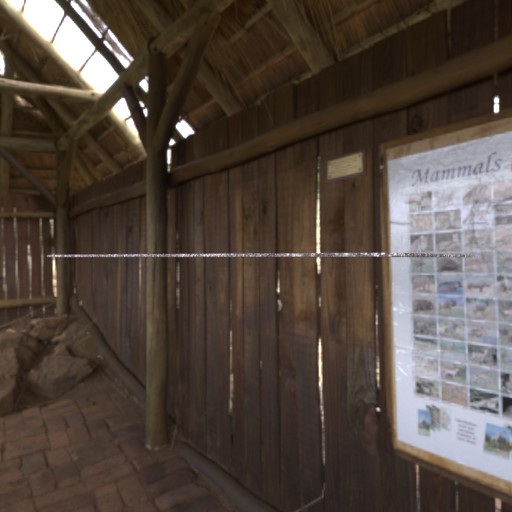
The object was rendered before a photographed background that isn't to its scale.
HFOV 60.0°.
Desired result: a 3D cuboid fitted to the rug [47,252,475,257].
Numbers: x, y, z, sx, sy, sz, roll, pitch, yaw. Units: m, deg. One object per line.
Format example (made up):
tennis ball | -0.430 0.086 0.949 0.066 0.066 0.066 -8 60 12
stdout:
rug | 0.000 0.000 2.230 1.814 0.012 1.186 0 0 36
